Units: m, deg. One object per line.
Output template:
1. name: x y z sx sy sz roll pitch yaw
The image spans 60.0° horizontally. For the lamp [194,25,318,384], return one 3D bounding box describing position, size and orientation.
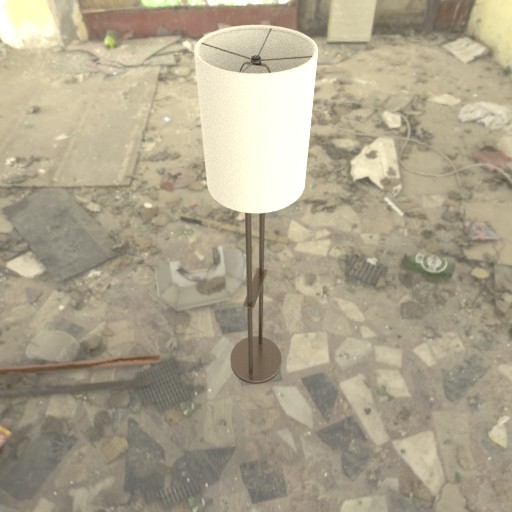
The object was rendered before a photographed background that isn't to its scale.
1. lamp: 0.000 0.000 1.640 0.305 1.500 0.306 12 48 11
